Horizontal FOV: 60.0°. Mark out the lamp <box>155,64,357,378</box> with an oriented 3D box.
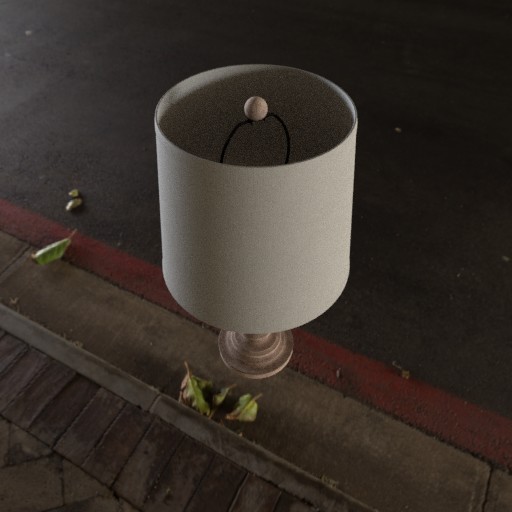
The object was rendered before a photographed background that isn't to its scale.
[{"bbox_3d":[0.000,0.000,0.655,0.273,0.497,0.273,0,47,0],"label":"lamp"}]
